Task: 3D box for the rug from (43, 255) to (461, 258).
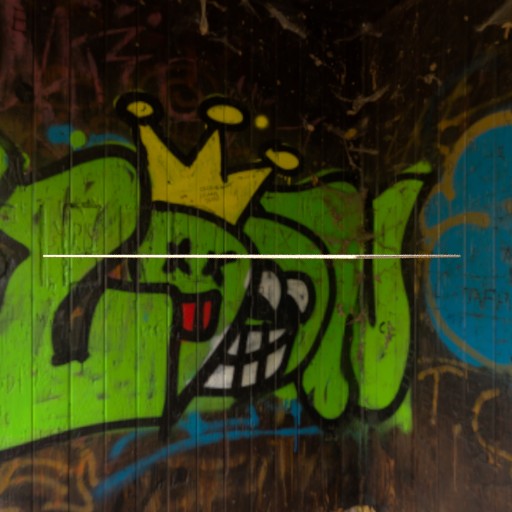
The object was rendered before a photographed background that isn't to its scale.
[{"bbox_3d":[0.000,0.000,4.137,3.050,0.015,2.441,0,0,36],"label":"rug"}]
